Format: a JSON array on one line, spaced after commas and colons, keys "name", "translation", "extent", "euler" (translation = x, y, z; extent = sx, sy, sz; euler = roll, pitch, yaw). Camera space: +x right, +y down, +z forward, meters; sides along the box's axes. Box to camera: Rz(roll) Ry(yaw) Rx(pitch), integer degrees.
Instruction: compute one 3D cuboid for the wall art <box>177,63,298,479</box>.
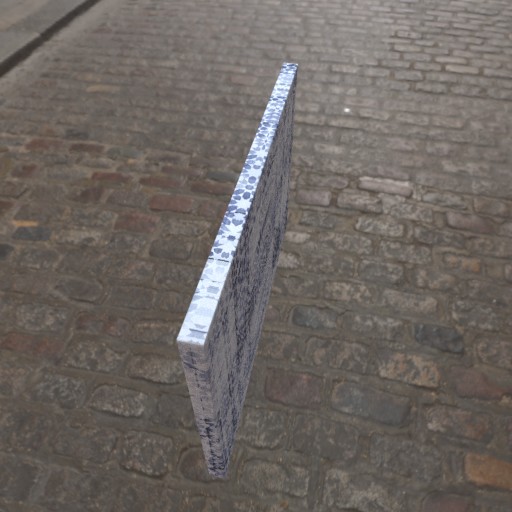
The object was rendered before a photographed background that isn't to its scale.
[{"name": "wall art", "translation": [0.000, 0.000, 0.764], "extent": [0.030, 0.406, 0.608], "euler": [9, 48, 8]}]
